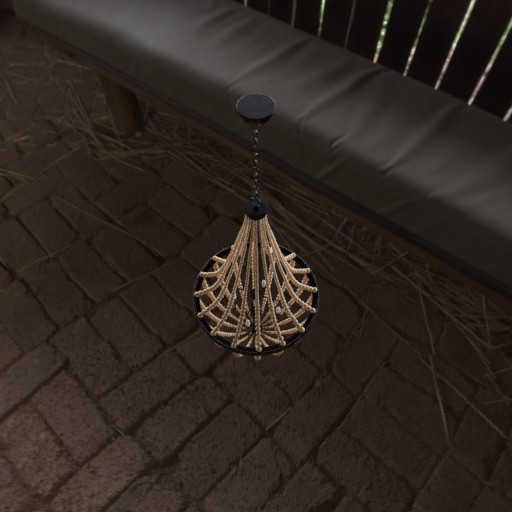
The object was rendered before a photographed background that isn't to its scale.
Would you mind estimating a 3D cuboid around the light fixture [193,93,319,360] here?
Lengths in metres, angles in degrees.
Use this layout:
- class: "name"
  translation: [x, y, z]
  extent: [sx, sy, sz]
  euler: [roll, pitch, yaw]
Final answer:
- class: "light fixture"
  translation: [0.000, 0.000, 1.375]
  extent: [0.450, 1.133, 0.450]
  euler: [0, 58, 0]
